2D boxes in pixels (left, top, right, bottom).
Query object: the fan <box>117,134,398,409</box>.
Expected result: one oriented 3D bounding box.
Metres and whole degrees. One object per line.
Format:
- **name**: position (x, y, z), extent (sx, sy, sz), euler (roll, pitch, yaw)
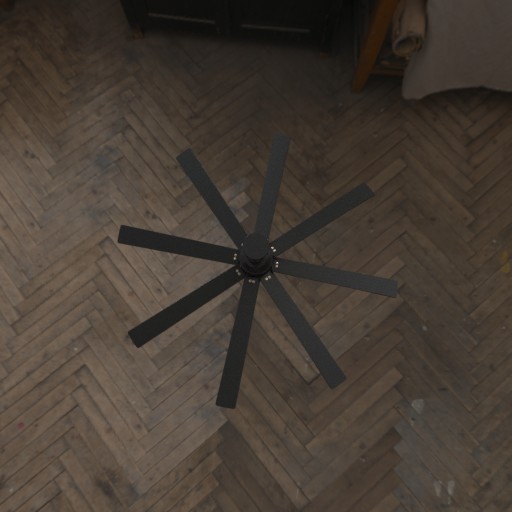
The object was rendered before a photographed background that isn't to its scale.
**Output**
- **fan**: position (0.000, 0.000, 2.725), extent (1.830, 0.472, 1.830), euler (-33, 78, -8)
